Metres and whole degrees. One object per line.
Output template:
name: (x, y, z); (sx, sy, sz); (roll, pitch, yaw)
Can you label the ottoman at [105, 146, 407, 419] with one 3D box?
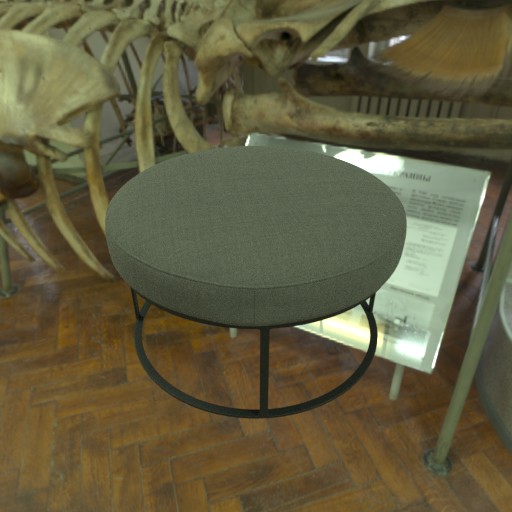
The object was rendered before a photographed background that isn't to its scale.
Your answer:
ottoman: (0.000, 0.000, 1.246); (0.772, 0.460, 0.772); (0, 32, 0)
